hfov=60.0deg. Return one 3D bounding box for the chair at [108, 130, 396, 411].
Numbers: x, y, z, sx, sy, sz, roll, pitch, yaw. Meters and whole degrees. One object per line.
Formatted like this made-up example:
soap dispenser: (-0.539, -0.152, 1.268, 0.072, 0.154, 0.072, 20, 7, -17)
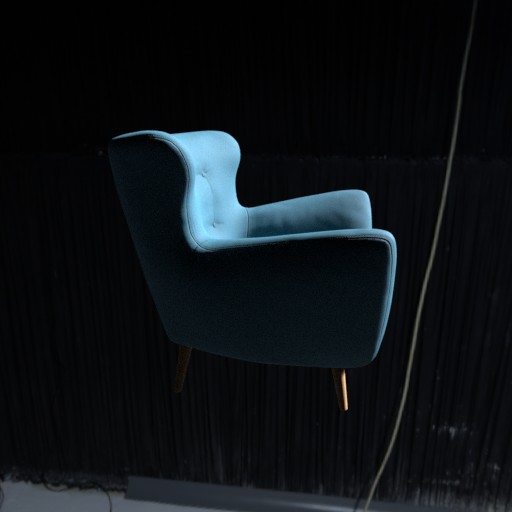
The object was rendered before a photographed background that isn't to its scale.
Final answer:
chair: (0.000, 0.000, 1.636, 0.889, 0.889, 0.890, 2, 16, 9)
